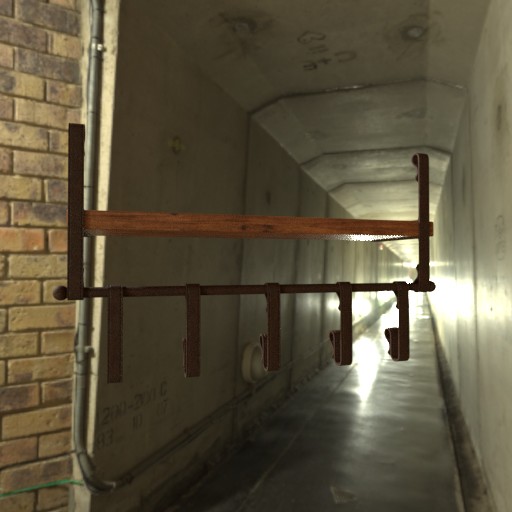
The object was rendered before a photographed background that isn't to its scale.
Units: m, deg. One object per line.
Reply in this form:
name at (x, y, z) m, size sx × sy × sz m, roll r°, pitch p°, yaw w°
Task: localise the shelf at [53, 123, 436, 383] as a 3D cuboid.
shelf at (0.000, 0.000, 0.694) m, size 0.567 × 0.330 × 0.146 m, roll 0°, pitch -1°, yaw -17°
